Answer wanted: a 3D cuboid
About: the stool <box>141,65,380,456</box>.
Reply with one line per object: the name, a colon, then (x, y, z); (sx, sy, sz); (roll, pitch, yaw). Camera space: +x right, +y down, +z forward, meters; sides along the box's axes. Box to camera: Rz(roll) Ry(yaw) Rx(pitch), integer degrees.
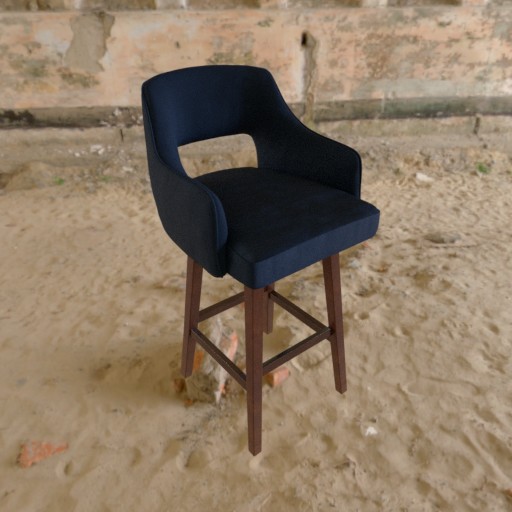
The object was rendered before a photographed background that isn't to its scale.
stool: (0.000, 0.000, 1.378); (0.550, 1.041, 0.560); (-22, 37, -32)
